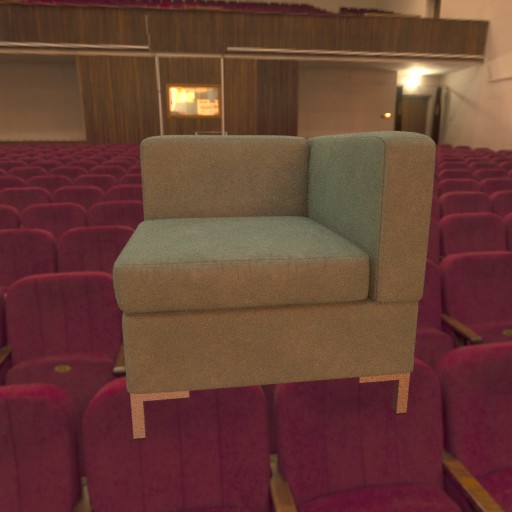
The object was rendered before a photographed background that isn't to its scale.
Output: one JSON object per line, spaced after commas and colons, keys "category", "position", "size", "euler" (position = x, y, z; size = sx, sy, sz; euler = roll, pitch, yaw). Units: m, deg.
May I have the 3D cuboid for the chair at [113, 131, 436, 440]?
{"category": "chair", "position": [0.000, 0.000, 1.232], "size": [0.680, 0.660, 0.680], "euler": [-2, 14, -9]}
